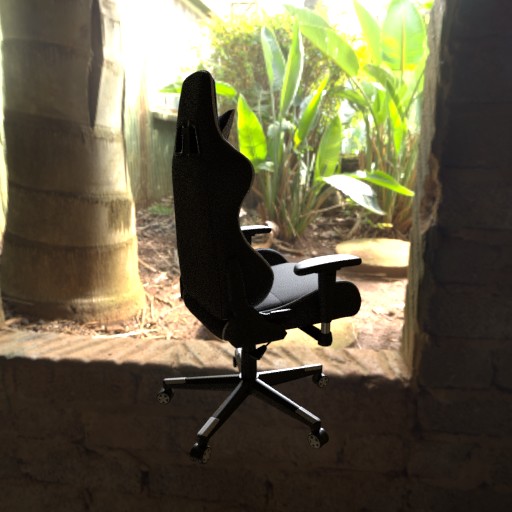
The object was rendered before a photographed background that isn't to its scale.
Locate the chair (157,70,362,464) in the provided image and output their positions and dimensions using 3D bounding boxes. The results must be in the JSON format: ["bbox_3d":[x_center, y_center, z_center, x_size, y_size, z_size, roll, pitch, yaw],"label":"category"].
[{"bbox_3d":[0.000,0.000,1.628,0.700,1.240,0.700,-8,16,-27],"label":"chair"}]
